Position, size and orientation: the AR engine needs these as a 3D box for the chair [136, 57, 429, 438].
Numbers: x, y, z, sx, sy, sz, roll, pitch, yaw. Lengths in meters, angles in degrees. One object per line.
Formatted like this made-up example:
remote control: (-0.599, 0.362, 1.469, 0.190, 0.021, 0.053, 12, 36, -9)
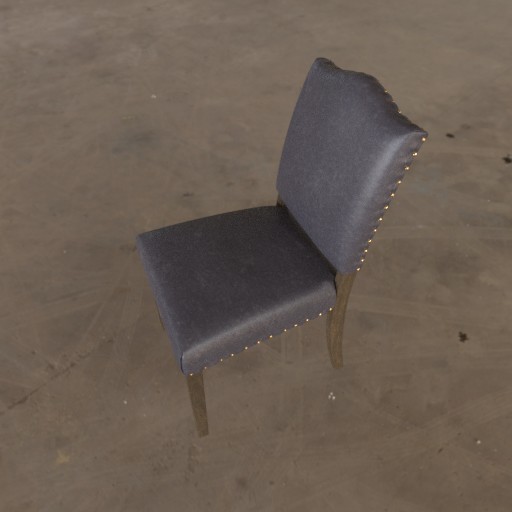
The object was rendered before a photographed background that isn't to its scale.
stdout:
chair: (0.000, 0.000, 1.323, 0.633, 0.991, 0.500, -17, 48, -16)
